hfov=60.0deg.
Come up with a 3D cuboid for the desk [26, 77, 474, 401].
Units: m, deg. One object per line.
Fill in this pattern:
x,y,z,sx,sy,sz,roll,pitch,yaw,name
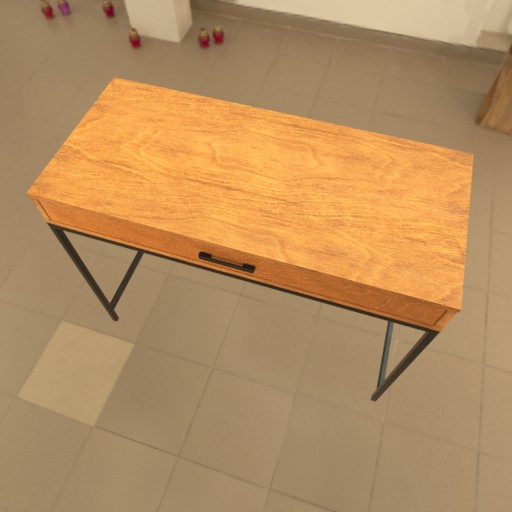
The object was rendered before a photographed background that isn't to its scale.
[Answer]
0.000,0.000,1.417,1.016,0.762,0.470,15,59,9,desk
